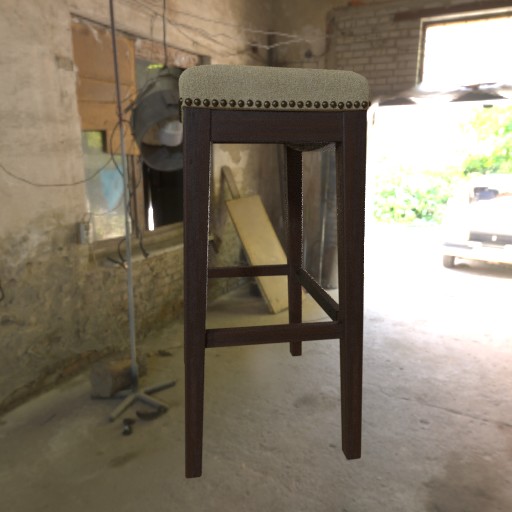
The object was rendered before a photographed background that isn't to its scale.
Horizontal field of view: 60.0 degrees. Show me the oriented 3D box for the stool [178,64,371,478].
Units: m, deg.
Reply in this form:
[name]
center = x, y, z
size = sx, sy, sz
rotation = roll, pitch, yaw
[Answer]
[stool]
center = 0.000, 0.000, 1.050
size = 0.363, 0.768, 0.509
rotation = -2, 14, -9
